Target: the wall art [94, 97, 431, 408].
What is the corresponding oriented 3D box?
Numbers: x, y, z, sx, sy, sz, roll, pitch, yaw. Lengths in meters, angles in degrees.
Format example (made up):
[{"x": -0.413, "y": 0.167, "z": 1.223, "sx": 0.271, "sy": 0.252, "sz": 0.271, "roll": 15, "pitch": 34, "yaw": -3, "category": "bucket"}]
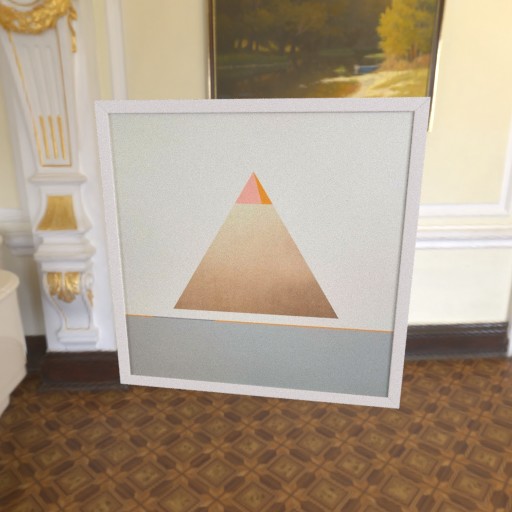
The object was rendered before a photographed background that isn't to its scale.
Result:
[{"x": 0.000, "y": 0.000, "z": 0.458, "sx": 0.305, "sy": 0.304, "sz": 0.038, "roll": 2, "pitch": 16, "yaw": 9, "category": "wall art"}]
